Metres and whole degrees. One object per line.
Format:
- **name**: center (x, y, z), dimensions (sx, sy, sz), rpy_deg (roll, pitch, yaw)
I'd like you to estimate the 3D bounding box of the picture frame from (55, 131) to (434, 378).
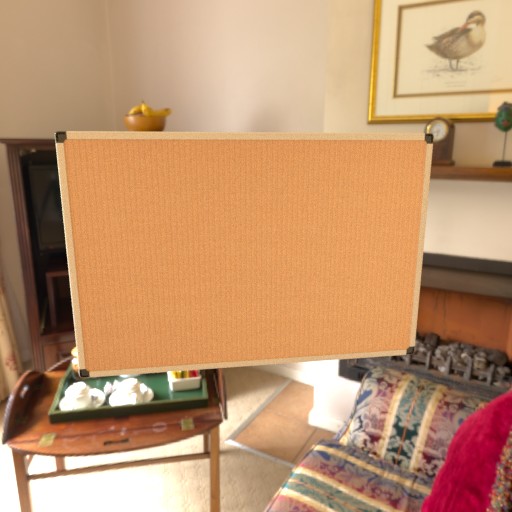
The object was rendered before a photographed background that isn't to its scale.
- **picture frame**: center (0.000, 0.000, 1.114), dimensions (0.900, 0.600, 0.010), rpy_deg (-2, 14, -8)
